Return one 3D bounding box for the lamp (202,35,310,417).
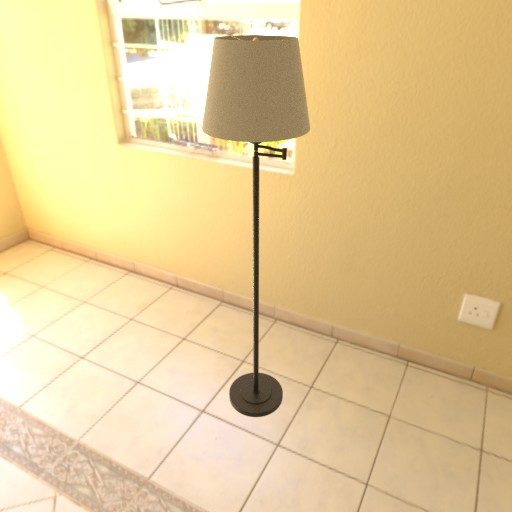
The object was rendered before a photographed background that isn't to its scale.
[{"bbox_3d":[0.000,0.000,1.663,0.348,1.473,0.348,9,31,16],"label":"lamp"}]
